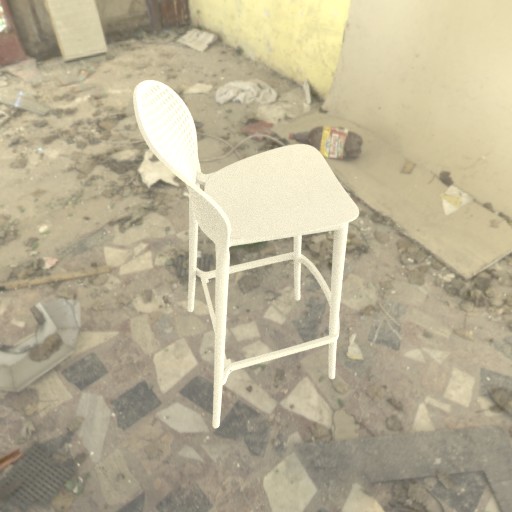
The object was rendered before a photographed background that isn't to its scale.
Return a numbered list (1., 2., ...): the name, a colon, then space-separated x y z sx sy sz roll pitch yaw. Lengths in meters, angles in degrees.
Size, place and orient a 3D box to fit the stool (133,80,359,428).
1. stool: 0.000 0.000 1.361 0.535 1.045 0.536 -11 47 -11
